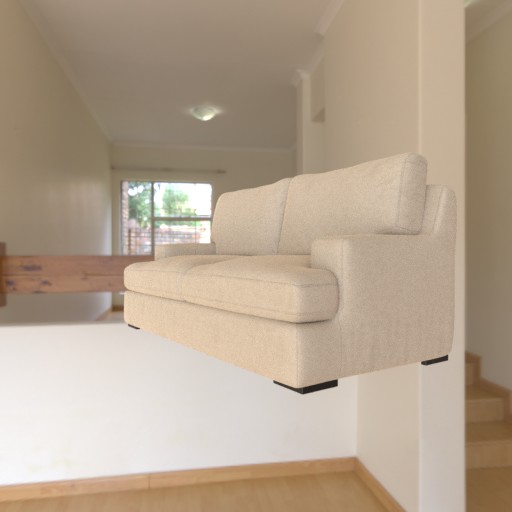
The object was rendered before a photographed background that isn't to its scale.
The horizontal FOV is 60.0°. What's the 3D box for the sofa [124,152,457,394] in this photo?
[{"bbox_3d":[0.000,0.000,2.520,0.962,0.967,1.885,0,0,-35],"label":"sofa"}]
